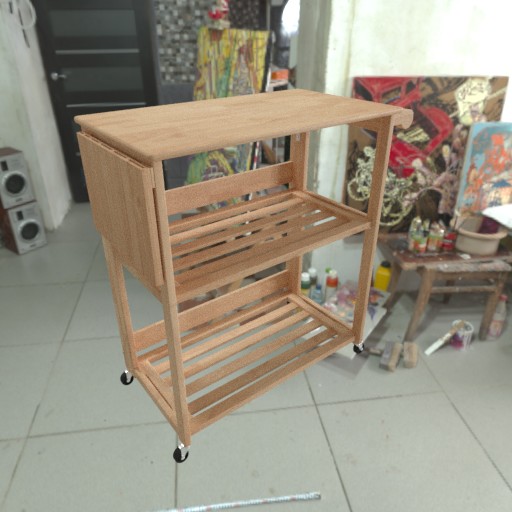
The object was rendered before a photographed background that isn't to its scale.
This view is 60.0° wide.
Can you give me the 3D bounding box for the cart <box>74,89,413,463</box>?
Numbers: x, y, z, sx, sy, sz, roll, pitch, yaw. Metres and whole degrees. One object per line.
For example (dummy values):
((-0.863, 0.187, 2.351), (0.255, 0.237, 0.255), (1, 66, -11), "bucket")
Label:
((0.000, 0.000, 1.381), (0.853, 0.879, 0.432), (-20, 35, -32), "cart")
